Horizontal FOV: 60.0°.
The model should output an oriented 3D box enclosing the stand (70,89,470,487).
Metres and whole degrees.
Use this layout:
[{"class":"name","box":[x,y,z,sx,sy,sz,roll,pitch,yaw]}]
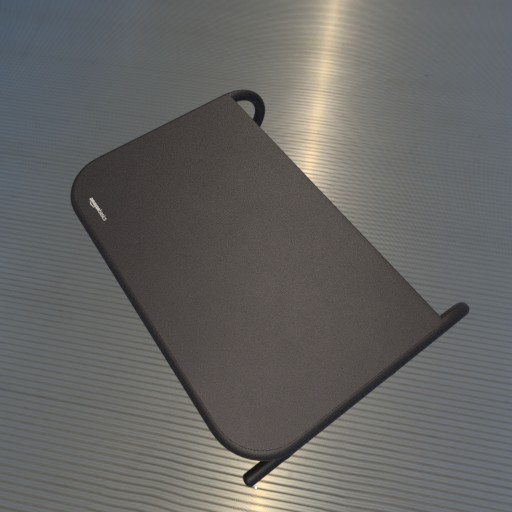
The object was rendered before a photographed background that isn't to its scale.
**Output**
[{"class":"stand","box":[0.000,0.000,0.496,0.280,0.108,0.370,-32,67,-16]}]
